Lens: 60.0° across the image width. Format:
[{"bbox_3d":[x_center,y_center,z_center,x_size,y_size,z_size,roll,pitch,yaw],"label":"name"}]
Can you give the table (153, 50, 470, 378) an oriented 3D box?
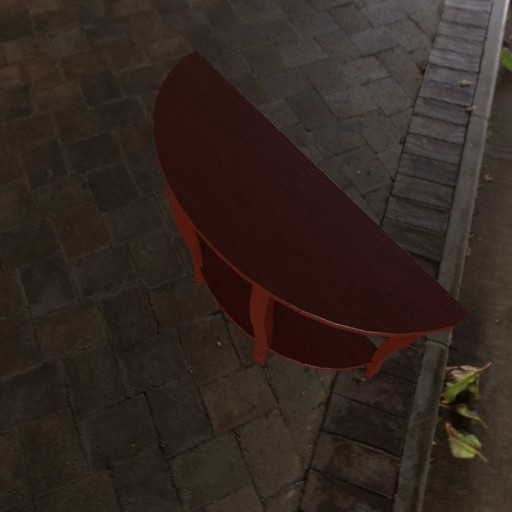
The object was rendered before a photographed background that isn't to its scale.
[{"bbox_3d":[0.000,0.000,1.609,0.405,0.779,1.219,-34,67,-16],"label":"table"}]
